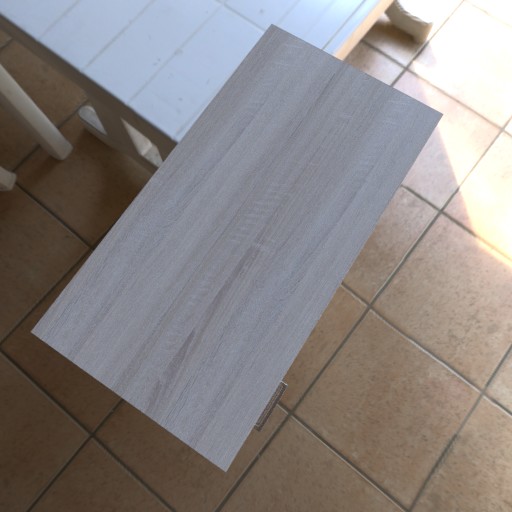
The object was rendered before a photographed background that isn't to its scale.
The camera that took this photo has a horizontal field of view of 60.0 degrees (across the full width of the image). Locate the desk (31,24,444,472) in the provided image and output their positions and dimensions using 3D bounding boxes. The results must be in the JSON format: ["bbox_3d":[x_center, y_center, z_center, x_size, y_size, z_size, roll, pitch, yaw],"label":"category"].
[{"bbox_3d":[0.000,0.000,1.516,0.600,0.731,1.100,32,76,9],"label":"desk"}]
